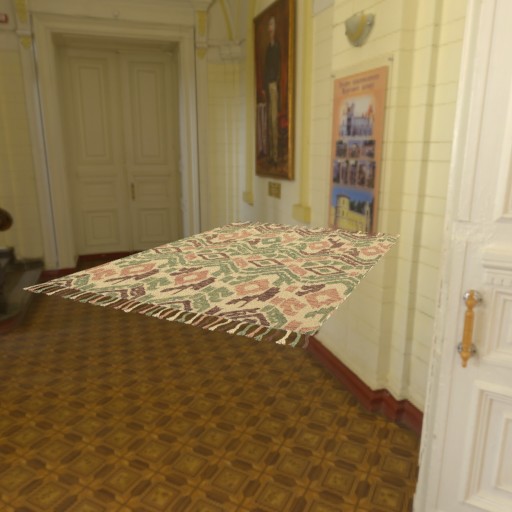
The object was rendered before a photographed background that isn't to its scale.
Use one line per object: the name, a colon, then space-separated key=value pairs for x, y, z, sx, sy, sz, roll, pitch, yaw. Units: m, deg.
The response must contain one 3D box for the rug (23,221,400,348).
rug: x=0.000 y=0.000 z=2.327 sx=1.219 sy=0.010 sz=1.829 roll=7 pitch=16 yaw=26
